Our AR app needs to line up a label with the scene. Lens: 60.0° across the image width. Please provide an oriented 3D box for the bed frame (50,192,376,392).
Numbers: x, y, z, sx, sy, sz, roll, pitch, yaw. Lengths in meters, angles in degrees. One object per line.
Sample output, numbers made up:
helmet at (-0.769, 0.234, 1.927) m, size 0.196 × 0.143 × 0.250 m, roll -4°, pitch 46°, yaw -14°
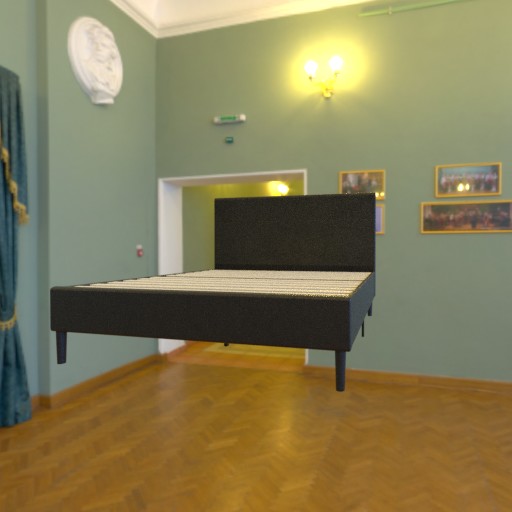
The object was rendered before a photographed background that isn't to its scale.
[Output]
bed frame at (0.000, 0.000, 2.996) m, size 1.469 × 1.046 × 2.152 m, roll 0°, pitch 1°, yaw 18°
